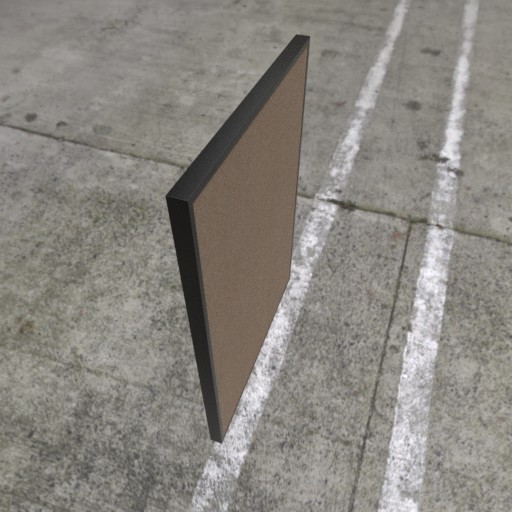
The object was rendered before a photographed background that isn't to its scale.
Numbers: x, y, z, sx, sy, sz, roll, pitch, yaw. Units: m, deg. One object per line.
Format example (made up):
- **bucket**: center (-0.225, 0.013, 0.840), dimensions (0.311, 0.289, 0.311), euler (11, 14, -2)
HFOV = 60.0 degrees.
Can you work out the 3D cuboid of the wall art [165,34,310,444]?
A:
- **wall art**: center (0.000, 0.000, 1.383), dimensions (0.043, 1.046, 0.788), euler (15, 48, 14)
